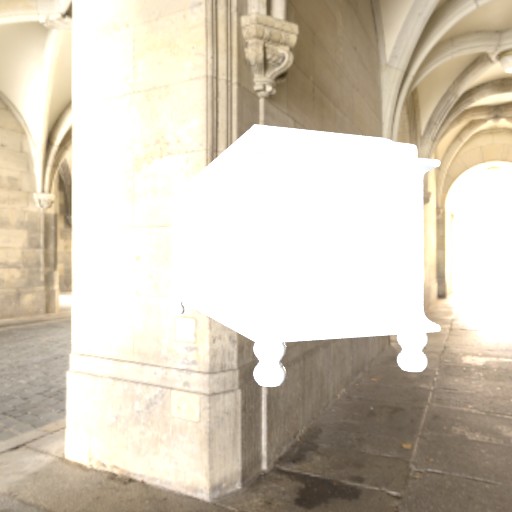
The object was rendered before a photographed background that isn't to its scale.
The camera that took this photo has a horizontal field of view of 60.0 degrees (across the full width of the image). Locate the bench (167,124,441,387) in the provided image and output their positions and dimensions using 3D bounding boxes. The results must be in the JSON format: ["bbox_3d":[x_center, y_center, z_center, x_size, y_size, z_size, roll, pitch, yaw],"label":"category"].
[{"bbox_3d":[0.000,0.000,1.413,0.402,0.486,1.185,0,0,-19],"label":"bench"}]
